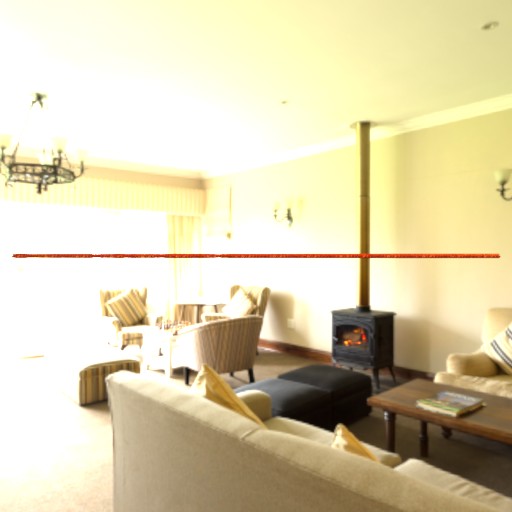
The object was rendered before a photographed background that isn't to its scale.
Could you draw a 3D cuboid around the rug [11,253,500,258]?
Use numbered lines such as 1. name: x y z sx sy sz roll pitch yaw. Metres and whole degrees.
1. rug: 0.000 0.000 2.263 1.835 0.018 1.230 0 0 0
